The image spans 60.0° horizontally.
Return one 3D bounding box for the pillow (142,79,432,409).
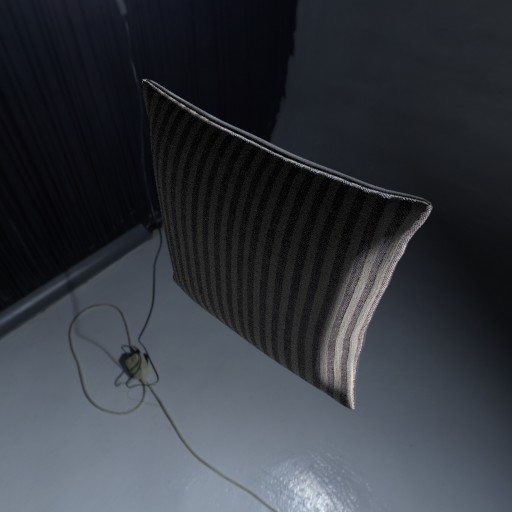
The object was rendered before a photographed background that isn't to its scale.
[{"bbox_3d":[0.000,0.000,0.803,0.523,0.506,0.166,31,53,27],"label":"pillow"}]
